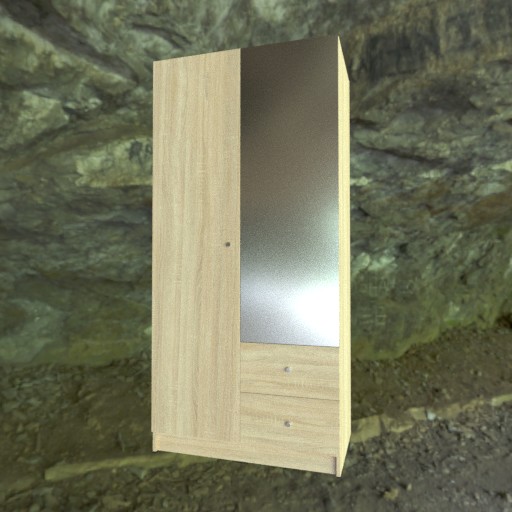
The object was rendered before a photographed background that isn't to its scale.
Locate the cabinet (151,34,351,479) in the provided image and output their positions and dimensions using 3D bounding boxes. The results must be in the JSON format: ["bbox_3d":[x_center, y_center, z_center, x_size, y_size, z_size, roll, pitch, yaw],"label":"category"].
[{"bbox_3d":[0.000,0.000,2.520,1.001,2.121,0.590,0,-1,17],"label":"cabinet"}]
